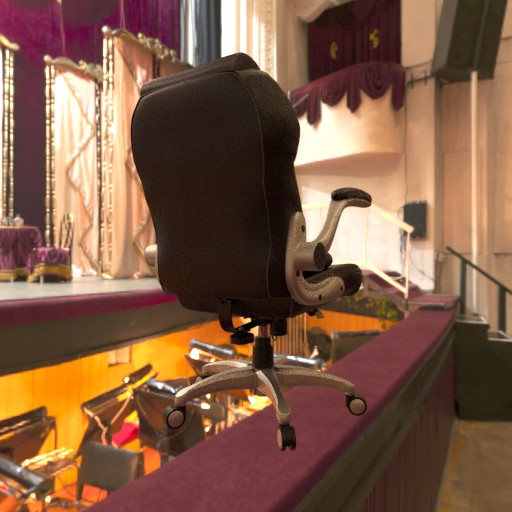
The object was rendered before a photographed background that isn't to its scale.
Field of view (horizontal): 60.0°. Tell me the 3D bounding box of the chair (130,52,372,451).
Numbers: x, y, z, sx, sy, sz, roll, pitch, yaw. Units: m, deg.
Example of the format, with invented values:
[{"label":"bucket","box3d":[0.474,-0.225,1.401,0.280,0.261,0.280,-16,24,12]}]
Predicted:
[{"label":"chair","box3d":[0.000,0.000,1.627,0.724,1.141,0.801,0,0,35]}]
